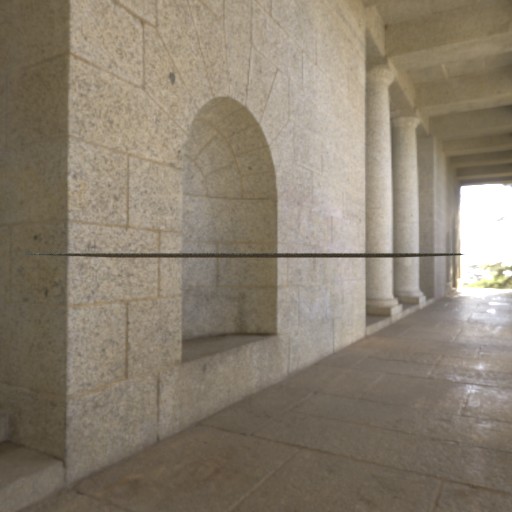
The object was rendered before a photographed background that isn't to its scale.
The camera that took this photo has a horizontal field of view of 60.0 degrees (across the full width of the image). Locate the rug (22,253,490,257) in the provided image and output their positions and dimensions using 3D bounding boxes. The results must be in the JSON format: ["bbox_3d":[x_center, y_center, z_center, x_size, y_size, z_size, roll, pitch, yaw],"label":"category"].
[{"bbox_3d":[0.000,0.000,4.239,3.371,0.008,2.190,0,-1,0],"label":"rug"}]
